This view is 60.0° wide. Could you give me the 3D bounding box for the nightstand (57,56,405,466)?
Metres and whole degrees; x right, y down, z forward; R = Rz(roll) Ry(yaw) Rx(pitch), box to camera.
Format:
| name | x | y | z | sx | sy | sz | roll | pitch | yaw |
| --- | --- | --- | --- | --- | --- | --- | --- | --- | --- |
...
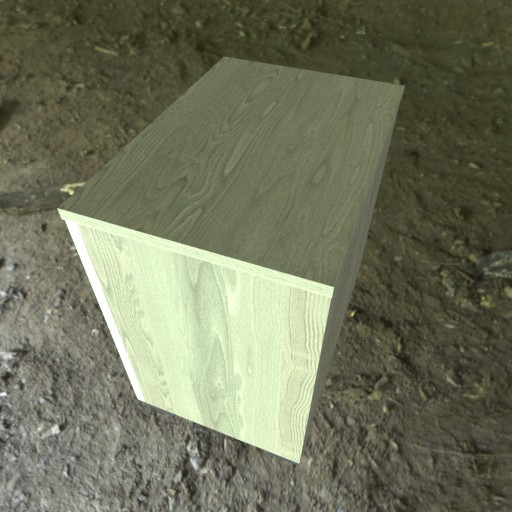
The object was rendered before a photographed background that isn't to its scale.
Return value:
| name | x | y | z | sx | sy | sz | roll | pitch | yaw |
| --- | --- | --- | --- | --- | --- | --- | --- | --- | --- |
| nightstand | 0.000 | 0.000 | 0.754 | 0.325 | 0.461 | 0.442 | 16 | 48 | 15 |
